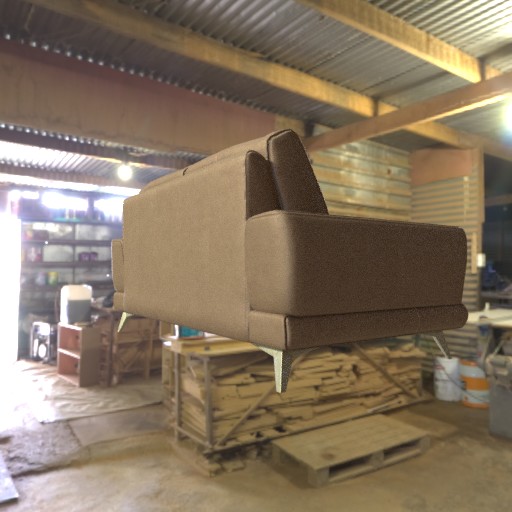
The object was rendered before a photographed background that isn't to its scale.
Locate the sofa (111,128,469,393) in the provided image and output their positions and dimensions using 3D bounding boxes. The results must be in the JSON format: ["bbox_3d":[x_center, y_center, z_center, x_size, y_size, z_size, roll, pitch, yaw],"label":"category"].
[{"bbox_3d":[0.000,0.000,2.327,1.018,0.907,1.806,1,-2,-35],"label":"sofa"}]
